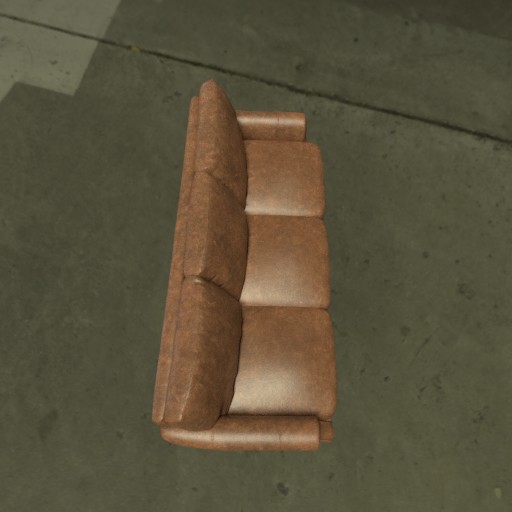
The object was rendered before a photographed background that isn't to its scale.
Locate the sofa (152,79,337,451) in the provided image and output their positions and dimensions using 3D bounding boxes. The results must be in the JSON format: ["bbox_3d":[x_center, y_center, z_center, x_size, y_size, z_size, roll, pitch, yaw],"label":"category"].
[{"bbox_3d":[0.000,0.000,2.890,0.973,0.977,2.351,1,62,1],"label":"sofa"}]
